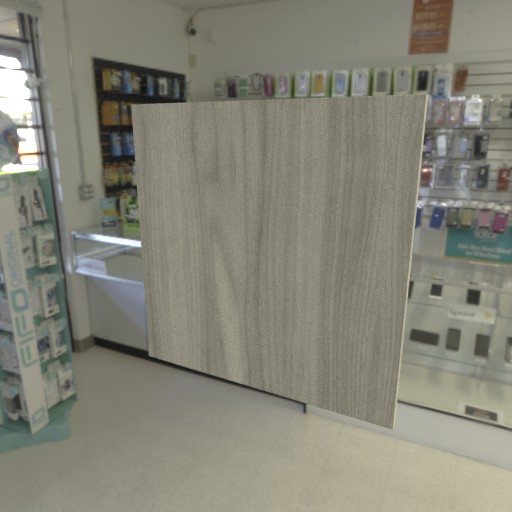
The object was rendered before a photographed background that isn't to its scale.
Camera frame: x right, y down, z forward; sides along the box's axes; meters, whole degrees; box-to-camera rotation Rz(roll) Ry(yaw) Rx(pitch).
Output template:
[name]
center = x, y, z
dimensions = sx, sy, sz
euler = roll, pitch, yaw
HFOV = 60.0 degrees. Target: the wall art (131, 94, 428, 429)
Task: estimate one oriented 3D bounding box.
[wall art]
center = 0.000, 0.000, 0.764
dimensions = 0.508, 0.507, 0.016
euler = 8, 18, 27
